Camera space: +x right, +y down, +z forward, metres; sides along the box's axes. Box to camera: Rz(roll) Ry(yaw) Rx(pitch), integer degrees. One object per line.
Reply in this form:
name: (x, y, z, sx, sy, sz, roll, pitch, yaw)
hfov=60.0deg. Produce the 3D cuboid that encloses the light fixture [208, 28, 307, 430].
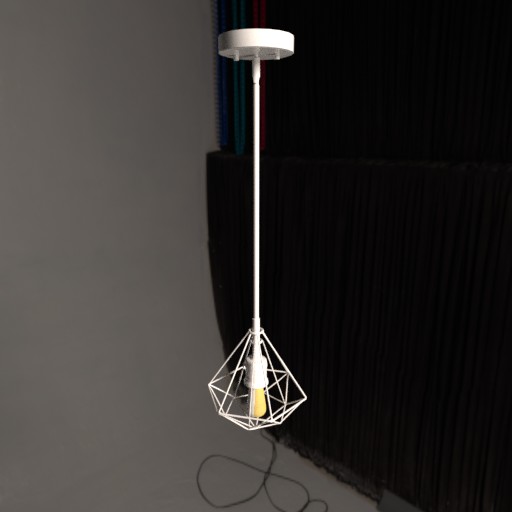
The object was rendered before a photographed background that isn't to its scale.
light fixture: (0.000, 0.000, 1.958, 0.431, 1.764, 0.487, 14, 21, 42)
